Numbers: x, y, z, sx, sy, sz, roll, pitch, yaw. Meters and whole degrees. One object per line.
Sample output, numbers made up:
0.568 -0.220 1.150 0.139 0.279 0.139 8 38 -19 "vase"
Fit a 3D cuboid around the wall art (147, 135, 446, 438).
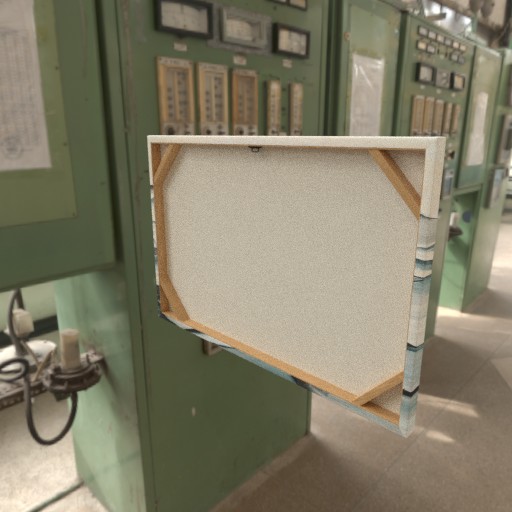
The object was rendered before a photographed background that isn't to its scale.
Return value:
0.000 0.000 1.165 0.914 0.609 0.039 15 21 42 "wall art"
